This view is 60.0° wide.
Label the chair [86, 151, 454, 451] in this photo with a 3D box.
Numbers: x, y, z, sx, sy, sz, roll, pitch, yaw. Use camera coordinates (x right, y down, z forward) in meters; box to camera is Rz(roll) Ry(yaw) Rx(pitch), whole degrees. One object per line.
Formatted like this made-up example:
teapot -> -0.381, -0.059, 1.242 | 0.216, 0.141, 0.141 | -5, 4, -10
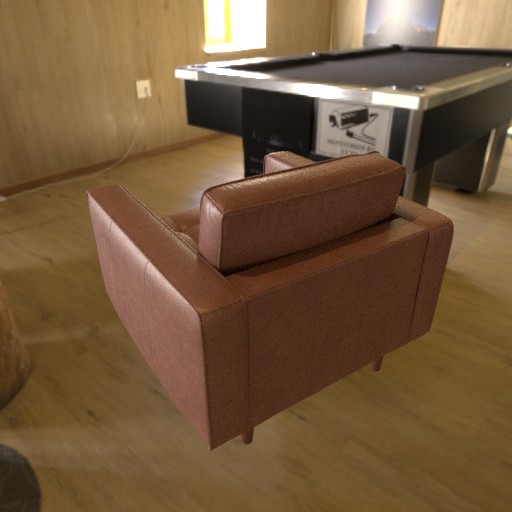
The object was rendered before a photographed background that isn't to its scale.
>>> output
chair -> 0.000, 0.000, 1.544 | 0.920, 0.770, 0.900 | -18, 34, -29
